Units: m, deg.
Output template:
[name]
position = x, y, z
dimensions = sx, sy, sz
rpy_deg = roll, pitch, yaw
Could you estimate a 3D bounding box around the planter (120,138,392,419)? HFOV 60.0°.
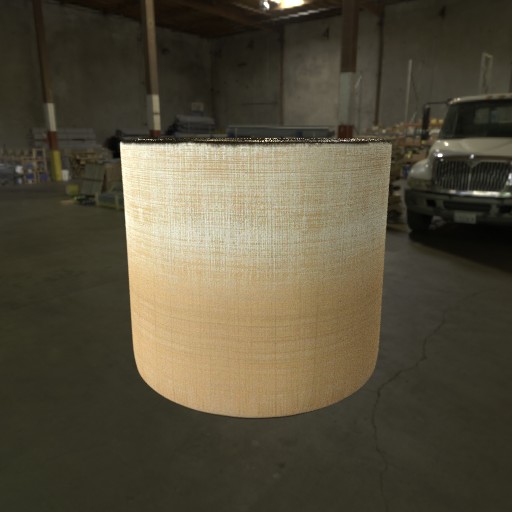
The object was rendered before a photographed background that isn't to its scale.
[planter]
position = 0.000, 0.000, 0.394
dimensions = 0.221, 0.201, 0.221
rpy_deg = 0, 15, 0
